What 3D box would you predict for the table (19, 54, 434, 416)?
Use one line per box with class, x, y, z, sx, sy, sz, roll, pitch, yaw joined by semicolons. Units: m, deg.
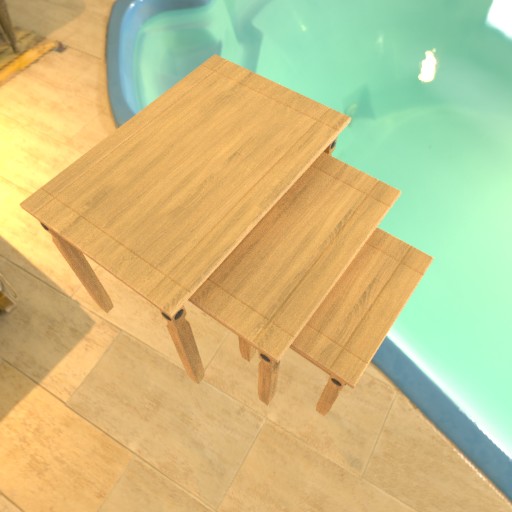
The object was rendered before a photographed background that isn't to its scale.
table;0.000;0.000;1.191;0.773;0.535;0.660;32;63;18
